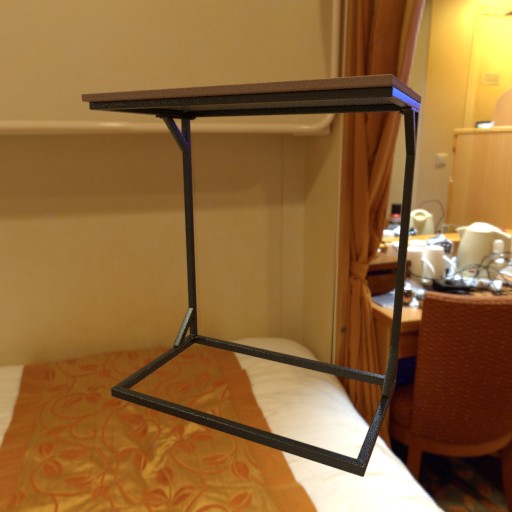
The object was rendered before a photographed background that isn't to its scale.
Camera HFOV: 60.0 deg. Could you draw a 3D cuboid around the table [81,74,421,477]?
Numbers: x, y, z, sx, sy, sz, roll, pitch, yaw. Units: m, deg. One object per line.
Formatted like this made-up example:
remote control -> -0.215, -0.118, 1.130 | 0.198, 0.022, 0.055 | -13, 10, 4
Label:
table -> 0.000, 0.000, 0.983 | 0.597, 0.673, 0.351 | 7, 16, 25
